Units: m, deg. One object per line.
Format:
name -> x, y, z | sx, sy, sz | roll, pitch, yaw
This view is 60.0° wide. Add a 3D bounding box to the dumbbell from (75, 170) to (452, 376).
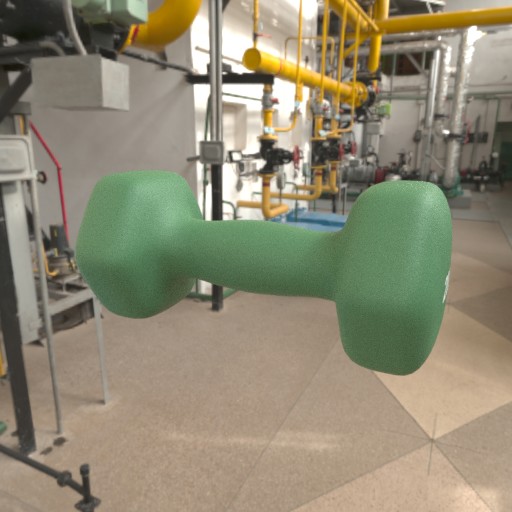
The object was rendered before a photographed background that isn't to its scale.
dumbbell -> 0.000, 0.000, 0.320 | 0.257, 0.114, 0.126 | 7, 17, 25
